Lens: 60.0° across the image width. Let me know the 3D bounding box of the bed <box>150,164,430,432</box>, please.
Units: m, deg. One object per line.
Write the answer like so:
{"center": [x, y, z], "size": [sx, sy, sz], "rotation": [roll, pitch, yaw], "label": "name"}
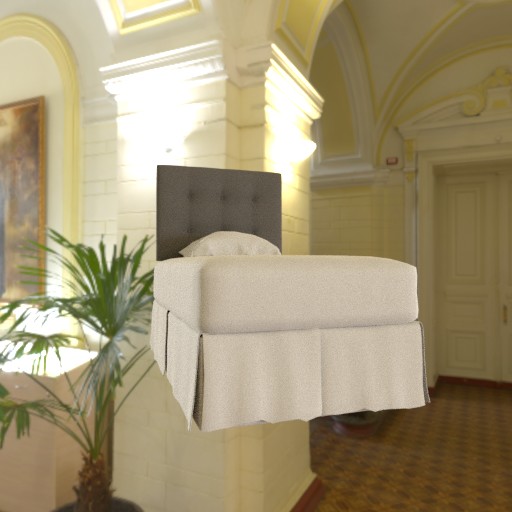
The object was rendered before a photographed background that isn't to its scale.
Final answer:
{"center": [0.000, 0.000, 3.020], "size": [1.261, 1.571, 1.997], "rotation": [0, -1, -19], "label": "bed"}
